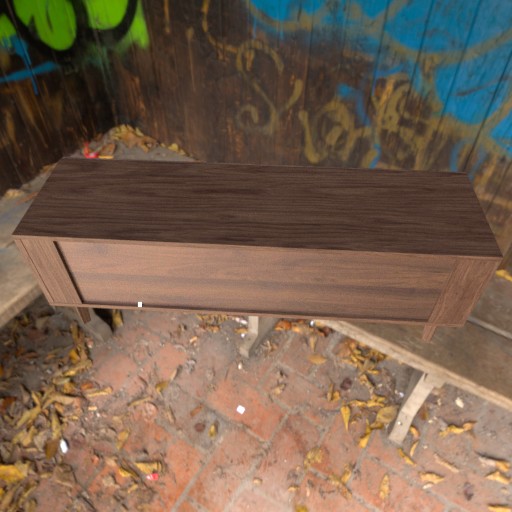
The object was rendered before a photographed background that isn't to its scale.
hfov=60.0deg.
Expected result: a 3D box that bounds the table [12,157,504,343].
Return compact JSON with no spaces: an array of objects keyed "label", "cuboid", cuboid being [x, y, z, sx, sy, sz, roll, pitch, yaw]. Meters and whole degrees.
[{"label":"table","cuboid":[0.000,0.000,1.577,1.397,0.508,0.405,3,47,3]}]
